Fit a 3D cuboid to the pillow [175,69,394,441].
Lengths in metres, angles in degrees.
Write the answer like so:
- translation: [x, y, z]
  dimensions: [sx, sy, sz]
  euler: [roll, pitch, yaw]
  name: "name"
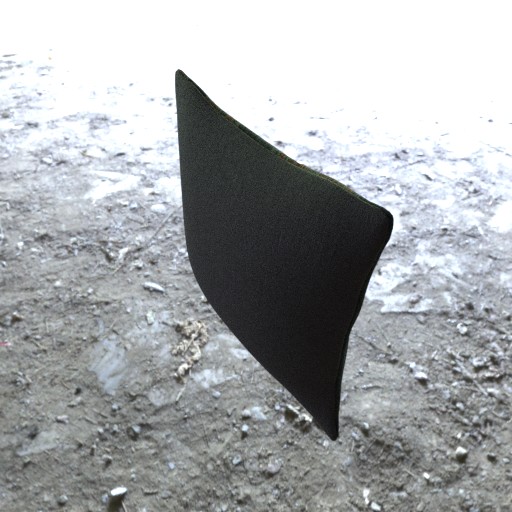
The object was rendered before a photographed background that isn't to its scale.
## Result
- translation: [0.000, 0.000, 0.653]
  dimensions: [0.136, 0.419, 0.437]
  euler: [-24, 47, -24]
  name: "pillow"
